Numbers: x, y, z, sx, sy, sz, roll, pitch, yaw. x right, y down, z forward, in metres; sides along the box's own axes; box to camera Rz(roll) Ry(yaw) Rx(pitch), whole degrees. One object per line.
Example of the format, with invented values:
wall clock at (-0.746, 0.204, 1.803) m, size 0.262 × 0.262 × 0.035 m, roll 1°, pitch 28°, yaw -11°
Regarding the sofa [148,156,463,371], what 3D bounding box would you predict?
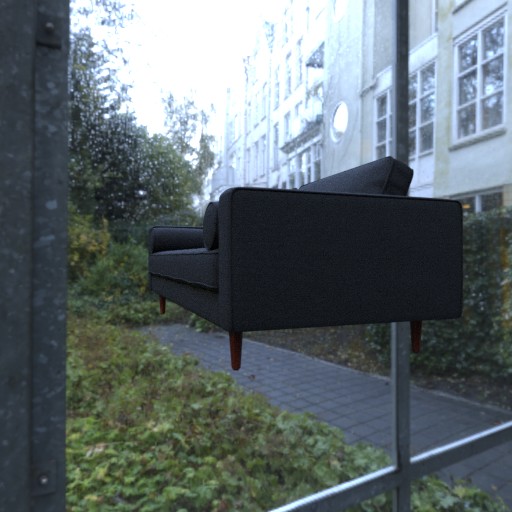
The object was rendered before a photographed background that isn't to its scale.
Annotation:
sofa at (0.000, 0.000, 2.312) m, size 0.914 × 0.759 × 1.875 m, roll 0°, pitch 0°, yaw -21°
